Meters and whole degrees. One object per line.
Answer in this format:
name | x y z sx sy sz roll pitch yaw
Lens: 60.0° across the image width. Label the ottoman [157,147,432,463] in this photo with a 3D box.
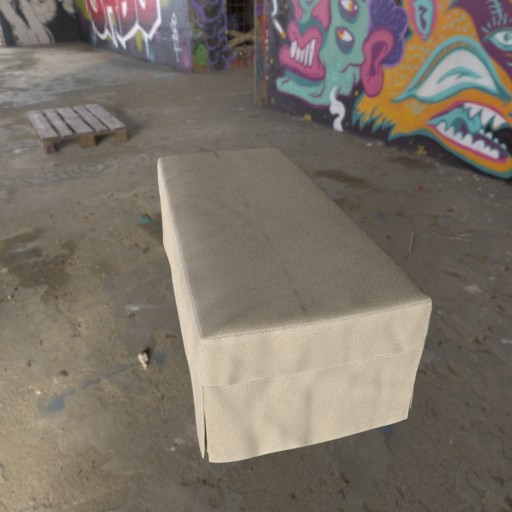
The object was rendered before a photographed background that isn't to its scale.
ottoman | 0.000 0.000 1.732 0.665 0.457 1.388 -8 32 -13
